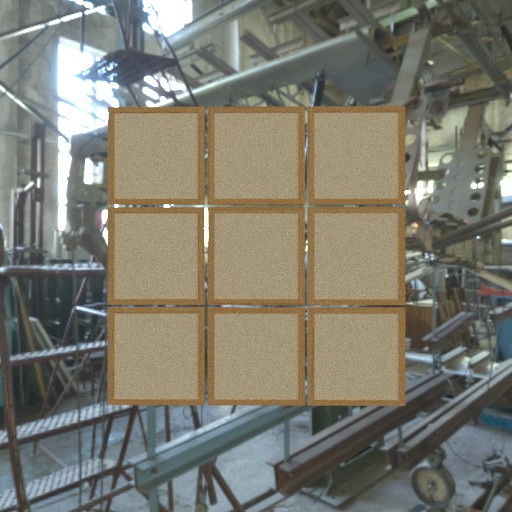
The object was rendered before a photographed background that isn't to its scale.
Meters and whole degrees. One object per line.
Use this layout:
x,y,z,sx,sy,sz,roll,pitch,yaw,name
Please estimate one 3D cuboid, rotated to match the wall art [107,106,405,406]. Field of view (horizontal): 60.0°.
0.000,0.000,2.264,1.517,1.523,0.013,0,0,0,wall art
